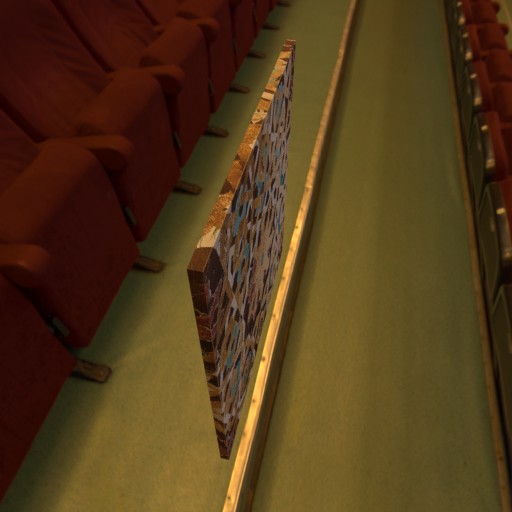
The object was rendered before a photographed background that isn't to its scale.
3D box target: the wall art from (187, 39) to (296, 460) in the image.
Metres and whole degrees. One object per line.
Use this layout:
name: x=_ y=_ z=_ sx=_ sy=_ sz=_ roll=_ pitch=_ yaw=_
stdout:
wall art: x=0.000 y=0.000 z=1.120 sx=0.028 sy=0.762 sz=0.757 roll=10 pitch=49 yaw=9
